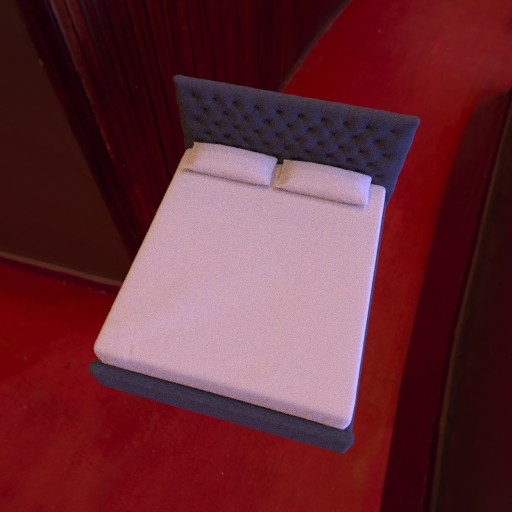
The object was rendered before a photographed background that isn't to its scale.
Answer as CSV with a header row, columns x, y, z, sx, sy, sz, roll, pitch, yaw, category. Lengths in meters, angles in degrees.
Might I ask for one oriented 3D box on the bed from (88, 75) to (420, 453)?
x,y,z,sx,sy,sz,roll,pitch,yaw,category
0.000,0.000,3.637,2.078,1.427,2.387,13,59,8,bed
